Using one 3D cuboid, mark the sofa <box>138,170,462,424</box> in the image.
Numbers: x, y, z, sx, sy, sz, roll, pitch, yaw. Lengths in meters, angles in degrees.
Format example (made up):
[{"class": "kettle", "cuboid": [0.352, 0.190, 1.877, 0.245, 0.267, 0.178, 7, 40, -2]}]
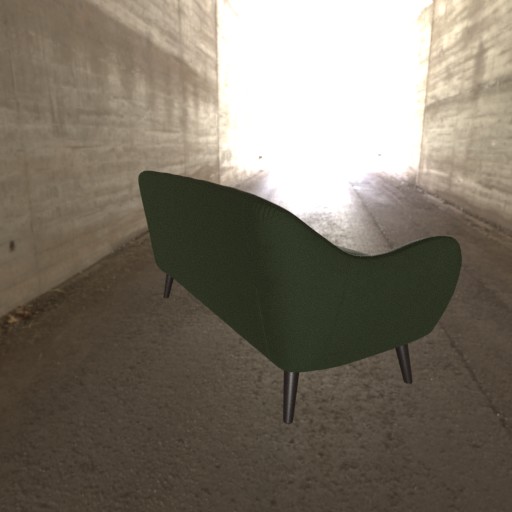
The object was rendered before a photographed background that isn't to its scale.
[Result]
[{"class": "sofa", "cuboid": [0.000, 0.000, 2.276, 0.820, 0.836, 1.840, -8, 16, -27]}]
